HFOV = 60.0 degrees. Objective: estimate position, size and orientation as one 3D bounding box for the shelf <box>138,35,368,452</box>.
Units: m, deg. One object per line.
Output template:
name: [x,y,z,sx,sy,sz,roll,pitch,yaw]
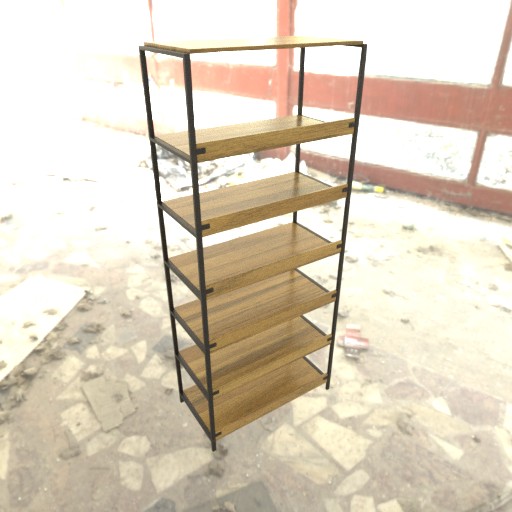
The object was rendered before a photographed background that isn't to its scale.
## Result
shelf: [0.000,0.000,2.306,0.847,2.015,0.431,-18,34,-29]
